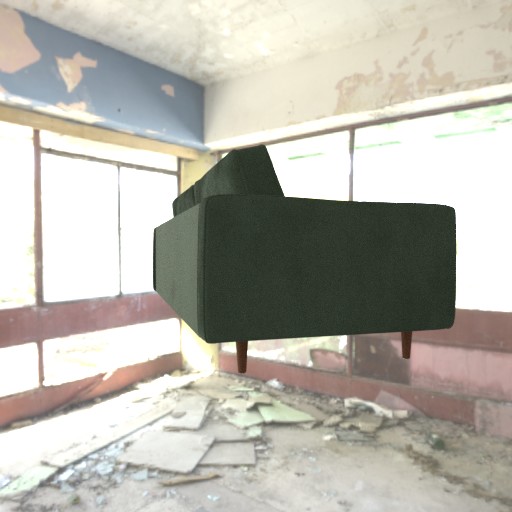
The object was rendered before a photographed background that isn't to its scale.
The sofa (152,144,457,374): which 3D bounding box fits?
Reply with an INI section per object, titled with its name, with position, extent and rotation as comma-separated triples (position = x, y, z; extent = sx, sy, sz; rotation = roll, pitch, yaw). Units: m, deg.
[sofa]
position = 0.000, 0.000, 2.296
extent = 0.916, 0.772, 1.880
rotation = 0, 1, -17
